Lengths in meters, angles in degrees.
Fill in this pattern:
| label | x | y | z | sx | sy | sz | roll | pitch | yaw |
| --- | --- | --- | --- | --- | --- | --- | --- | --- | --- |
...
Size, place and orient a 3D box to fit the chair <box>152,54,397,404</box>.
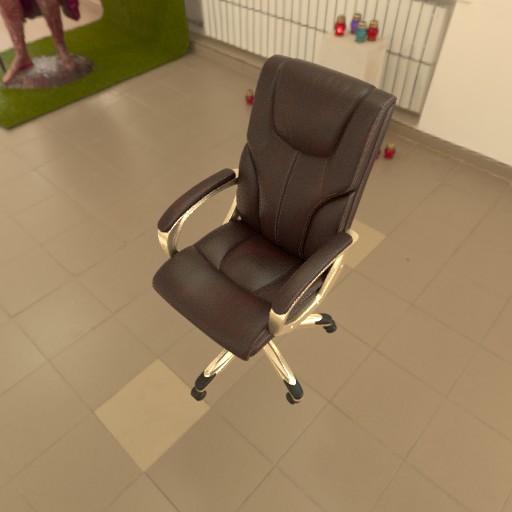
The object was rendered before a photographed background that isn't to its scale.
| label | x | y | z | sx | sy | sz | roll | pitch | yaw |
| --- | --- | --- | --- | --- | --- | --- | --- | --- | --- |
| chair | 0.000 | 0.000 | 1.570 | 0.662 | 1.107 | 0.739 | 33 | 55 | 27 |
